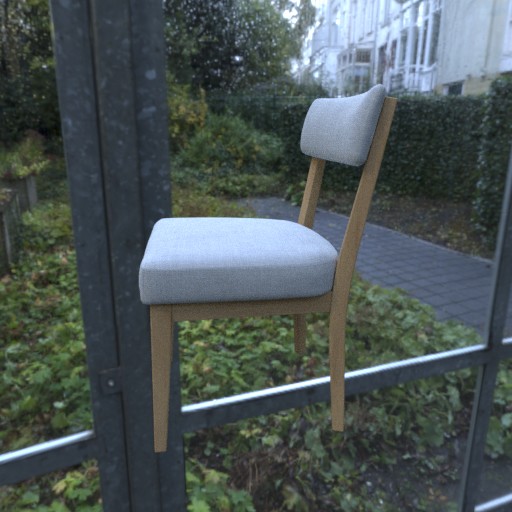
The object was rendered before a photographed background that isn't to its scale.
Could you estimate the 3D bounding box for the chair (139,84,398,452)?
[{"bbox_3d":[0.000,0.000,1.194,0.572,0.832,0.508,-2,16,-8],"label":"chair"}]
